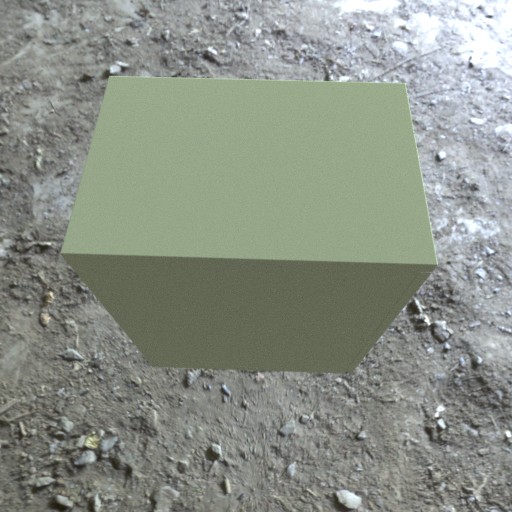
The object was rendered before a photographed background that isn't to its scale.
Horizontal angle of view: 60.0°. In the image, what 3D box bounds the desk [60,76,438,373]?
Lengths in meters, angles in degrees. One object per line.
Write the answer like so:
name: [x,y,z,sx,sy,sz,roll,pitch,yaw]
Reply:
desk: [0.000,0.000,1.106,0.600,0.730,0.404,2,62,1]
